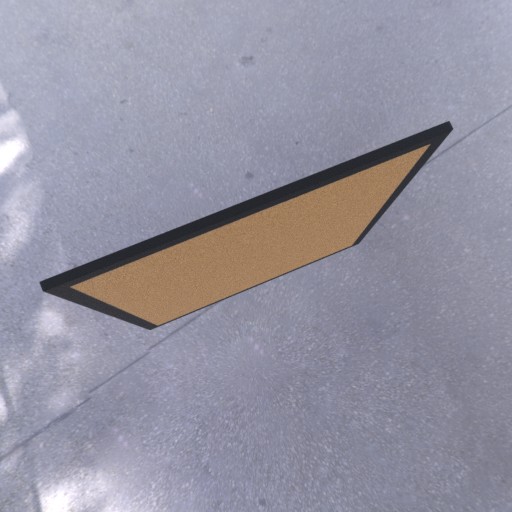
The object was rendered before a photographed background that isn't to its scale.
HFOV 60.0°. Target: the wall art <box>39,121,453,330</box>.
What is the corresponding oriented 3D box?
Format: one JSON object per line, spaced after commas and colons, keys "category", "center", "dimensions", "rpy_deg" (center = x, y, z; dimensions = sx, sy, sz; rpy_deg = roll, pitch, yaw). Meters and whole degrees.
{"category": "wall art", "center": [0.000, 0.000, 0.978], "dimensions": [0.663, 0.659, 0.016], "rpy_deg": [-22, 77, -5]}
